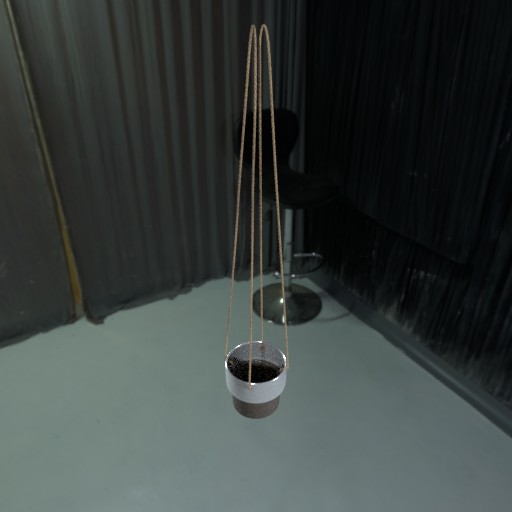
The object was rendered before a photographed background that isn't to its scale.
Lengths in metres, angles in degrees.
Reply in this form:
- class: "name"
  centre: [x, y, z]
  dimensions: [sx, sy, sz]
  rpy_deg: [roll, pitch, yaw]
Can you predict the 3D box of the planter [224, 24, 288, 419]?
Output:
- class: "planter"
  centre: [0.000, 0.000, 1.158]
  dimensions: [0.187, 1.073, 0.187]
  rpy_deg: [-18, 35, -28]
